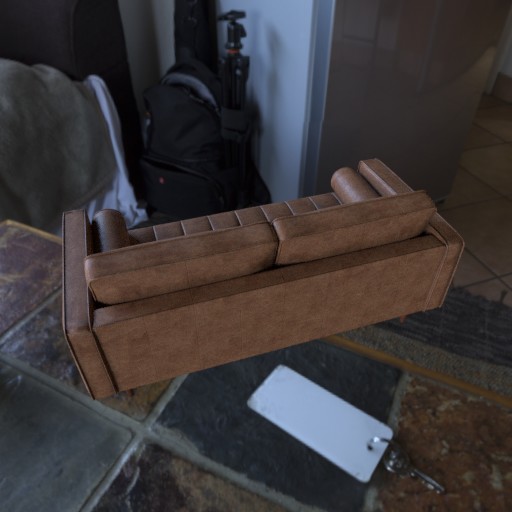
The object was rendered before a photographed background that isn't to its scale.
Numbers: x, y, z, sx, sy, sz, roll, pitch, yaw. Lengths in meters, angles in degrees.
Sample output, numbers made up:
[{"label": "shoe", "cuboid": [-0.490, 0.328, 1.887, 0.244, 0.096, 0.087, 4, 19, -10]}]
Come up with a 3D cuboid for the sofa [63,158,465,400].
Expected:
[{"label": "sofa", "cuboid": [0.000, 0.000, 2.415, 1.920, 0.825, 0.924, -12, 43, -13]}]
